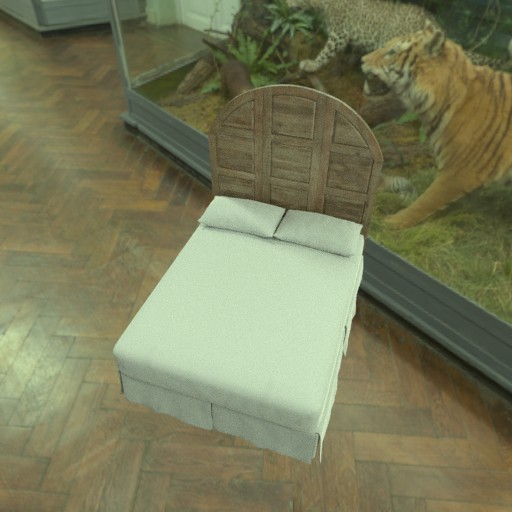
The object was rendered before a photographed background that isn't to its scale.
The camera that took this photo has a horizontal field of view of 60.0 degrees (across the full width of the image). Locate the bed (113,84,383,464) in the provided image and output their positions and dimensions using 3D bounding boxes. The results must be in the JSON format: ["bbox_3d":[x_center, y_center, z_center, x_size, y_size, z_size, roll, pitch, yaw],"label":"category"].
[{"bbox_3d":[0.000,0.000,3.567,1.713,2.002,2.112,13,44,14],"label":"bed"}]
